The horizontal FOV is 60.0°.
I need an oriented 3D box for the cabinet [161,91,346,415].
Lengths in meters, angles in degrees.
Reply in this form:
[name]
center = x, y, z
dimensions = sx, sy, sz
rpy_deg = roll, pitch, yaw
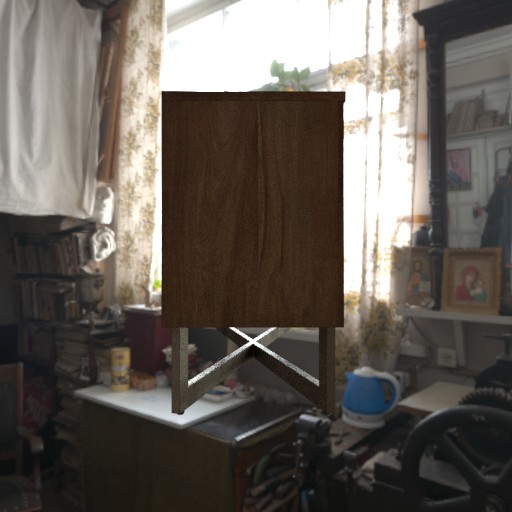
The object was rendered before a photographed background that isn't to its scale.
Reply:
[cabinet]
center = 0.000, 0.000, 1.780
dimensions = 0.480, 0.812, 1.373
rpy_deg = 0, 0, 0
